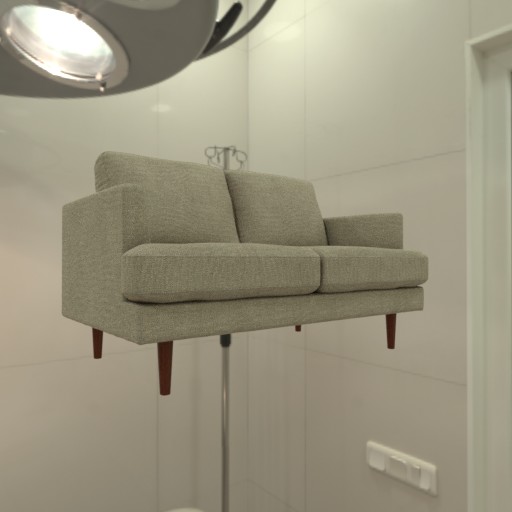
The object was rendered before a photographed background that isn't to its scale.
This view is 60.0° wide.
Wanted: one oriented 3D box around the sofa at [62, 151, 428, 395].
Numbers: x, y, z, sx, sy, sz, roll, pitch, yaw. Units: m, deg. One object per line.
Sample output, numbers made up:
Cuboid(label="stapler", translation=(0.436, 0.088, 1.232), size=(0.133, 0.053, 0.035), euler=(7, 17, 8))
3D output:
Cuboid(label="sofa", translation=(0.000, 0.000, 2.129), size=(1.582, 0.944, 0.903), euler=(0, -1, -38))
